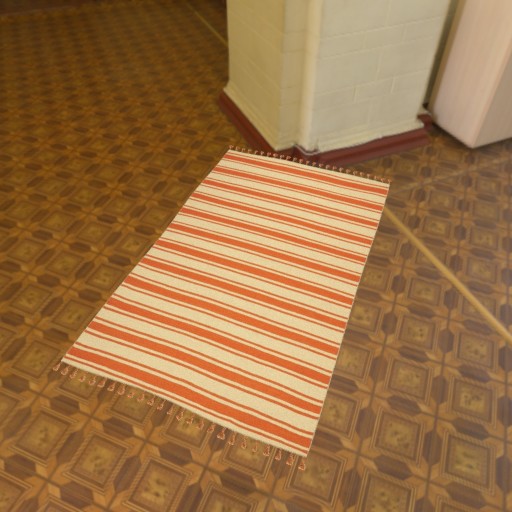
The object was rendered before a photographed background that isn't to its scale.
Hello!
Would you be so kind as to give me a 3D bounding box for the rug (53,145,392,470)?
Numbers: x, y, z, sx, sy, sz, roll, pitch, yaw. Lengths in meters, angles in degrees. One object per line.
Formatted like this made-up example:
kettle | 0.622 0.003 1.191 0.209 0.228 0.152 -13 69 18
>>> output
rug | 0.000 0.000 2.588 1.232 0.017 2.092 16 48 15
